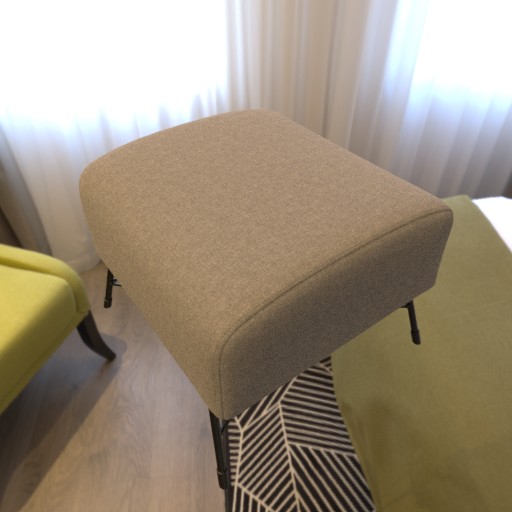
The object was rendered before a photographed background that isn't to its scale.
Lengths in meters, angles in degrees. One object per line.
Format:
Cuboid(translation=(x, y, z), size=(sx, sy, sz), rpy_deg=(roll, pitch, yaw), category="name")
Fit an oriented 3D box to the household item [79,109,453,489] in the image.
Cuboid(translation=(0.000, 0.000, 0.892), size=(0.530, 0.410, 0.530), rpy_deg=(-26, 47, -27), category="household item")
